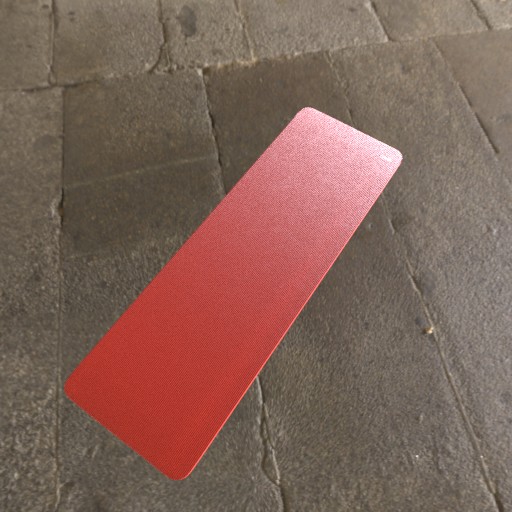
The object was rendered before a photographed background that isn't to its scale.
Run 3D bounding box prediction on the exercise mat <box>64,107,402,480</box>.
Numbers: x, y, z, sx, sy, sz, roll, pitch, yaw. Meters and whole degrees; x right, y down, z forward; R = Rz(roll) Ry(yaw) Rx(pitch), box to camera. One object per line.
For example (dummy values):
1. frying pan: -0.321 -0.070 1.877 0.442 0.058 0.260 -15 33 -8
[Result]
1. exercise mat: 0.000 0.000 2.031 0.616 0.021 1.869 31 67 15
